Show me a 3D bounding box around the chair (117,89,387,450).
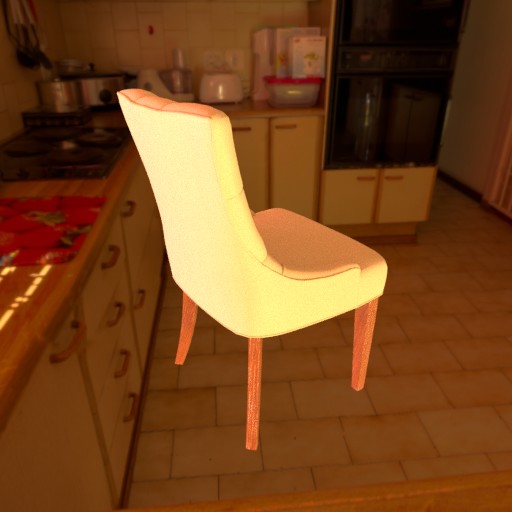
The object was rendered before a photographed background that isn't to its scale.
[{"bbox_3d":[0.000,0.000,1.228,0.565,0.874,0.509,-18,32,-31],"label":"chair"}]
